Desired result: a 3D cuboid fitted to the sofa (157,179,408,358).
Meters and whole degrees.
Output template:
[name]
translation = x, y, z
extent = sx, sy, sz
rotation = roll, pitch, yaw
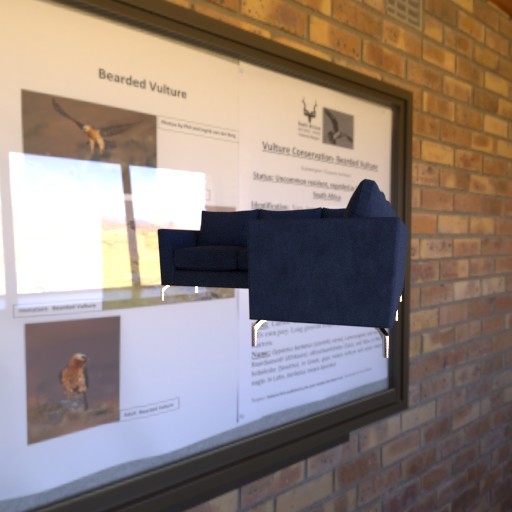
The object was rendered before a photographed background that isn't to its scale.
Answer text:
[sofa]
translation = 0.000, 0.000, 3.864
extent = 2.472, 0.988, 2.463
rotation = 1, 2, 20
